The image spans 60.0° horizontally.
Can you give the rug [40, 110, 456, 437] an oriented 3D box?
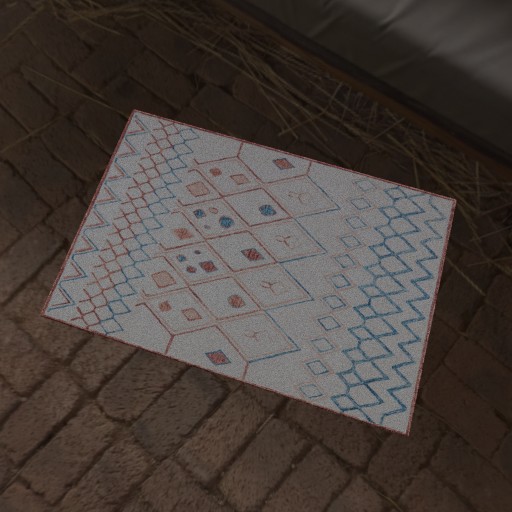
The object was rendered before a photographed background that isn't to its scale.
[{"bbox_3d":[0.000,0.000,2.250,1.829,0.016,1.219,17,74,5],"label":"rug"}]
